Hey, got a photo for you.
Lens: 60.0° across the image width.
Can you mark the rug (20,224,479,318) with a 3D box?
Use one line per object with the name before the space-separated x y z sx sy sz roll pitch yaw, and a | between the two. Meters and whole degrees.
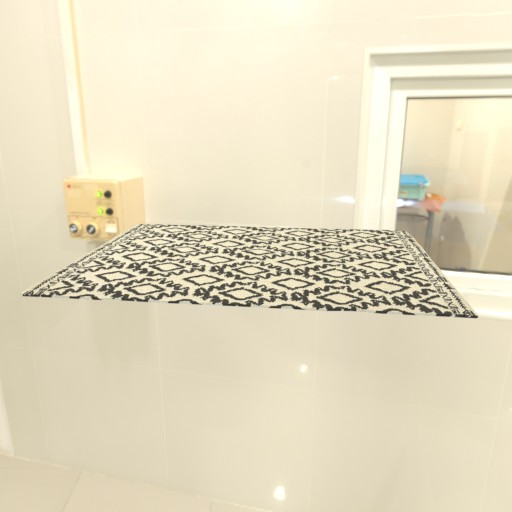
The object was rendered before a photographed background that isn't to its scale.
rug | 0.000 0.000 4.328 3.369 0.036 2.444 2 17 7
